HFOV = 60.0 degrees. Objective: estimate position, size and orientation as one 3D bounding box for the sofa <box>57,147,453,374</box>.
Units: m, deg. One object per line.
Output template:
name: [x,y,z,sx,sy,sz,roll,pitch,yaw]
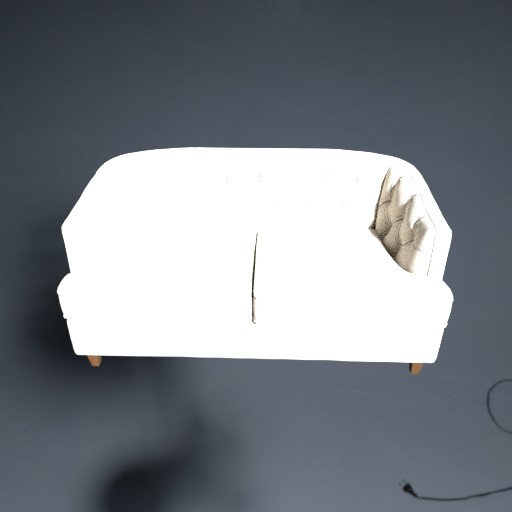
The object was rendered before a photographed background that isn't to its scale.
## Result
sofa: [0.000,0.000,2.300,1.731,0.878,0.940,1,30,2]
